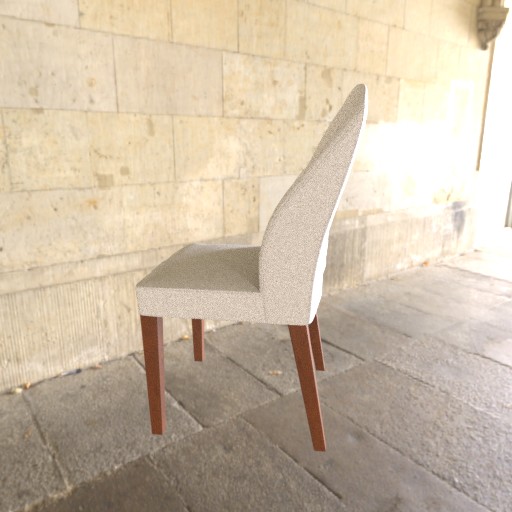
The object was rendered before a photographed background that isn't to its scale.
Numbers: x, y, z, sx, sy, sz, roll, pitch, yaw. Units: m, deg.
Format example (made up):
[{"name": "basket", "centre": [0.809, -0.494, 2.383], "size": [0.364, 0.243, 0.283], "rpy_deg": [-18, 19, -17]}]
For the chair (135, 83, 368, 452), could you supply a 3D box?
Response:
[{"name": "chair", "centre": [0.000, 0.000, 1.240], "size": [0.540, 0.893, 0.472], "rpy_deg": [2, 15, 8]}]
